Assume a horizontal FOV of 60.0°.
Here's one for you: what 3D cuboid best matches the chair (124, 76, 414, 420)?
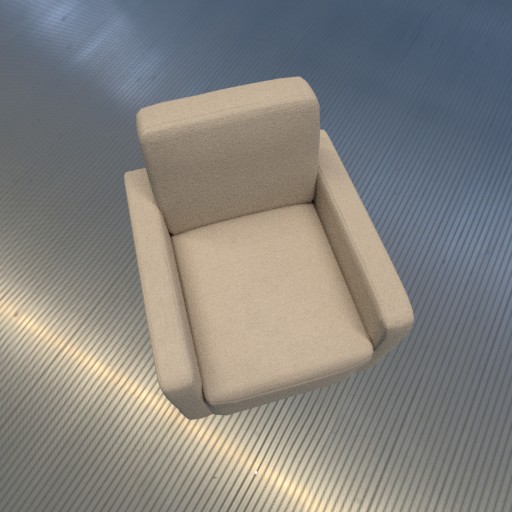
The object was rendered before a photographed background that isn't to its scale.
[{"bbox_3d":[0.000,0.000,1.516,0.755,0.827,0.888,-14,65,-7],"label":"chair"}]
